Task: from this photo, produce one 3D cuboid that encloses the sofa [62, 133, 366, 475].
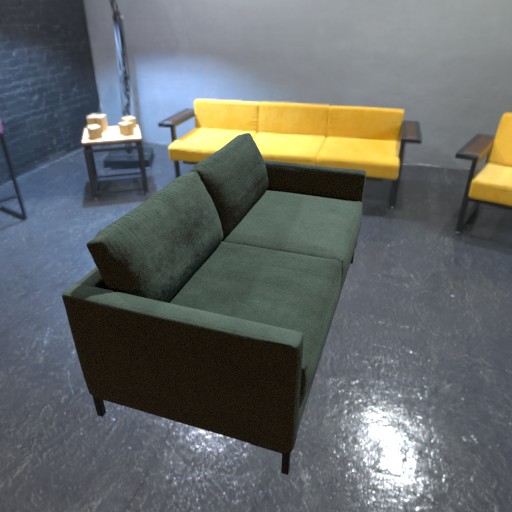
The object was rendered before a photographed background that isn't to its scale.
[{"bbox_3d":[0.000,0.000,2.182,0.875,0.817,1.676,10,31,16],"label":"sofa"}]
